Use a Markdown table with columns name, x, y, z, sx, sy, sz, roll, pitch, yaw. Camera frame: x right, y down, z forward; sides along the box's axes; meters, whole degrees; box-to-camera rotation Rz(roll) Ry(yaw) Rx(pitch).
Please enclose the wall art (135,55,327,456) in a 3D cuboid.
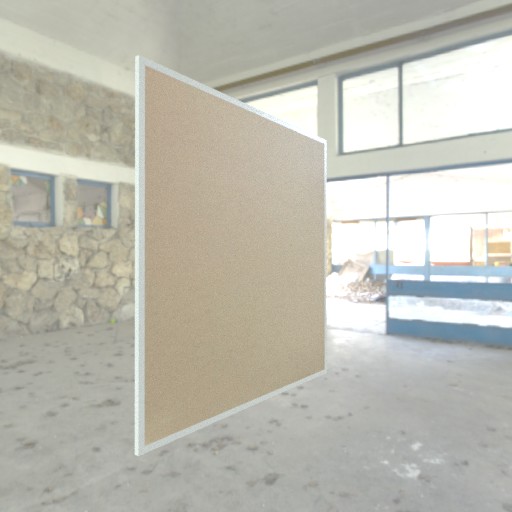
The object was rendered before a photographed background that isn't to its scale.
| name | x | y | z | sx | sy | sz | roll | pitch | yaw |
| --- | --- | --- | --- | --- | --- | --- | --- | --- | --- |
| wall art | 0.000 | 0.000 | 1.222 | 0.012 | 0.809 | 0.809 | 0 | 0 | 37 |
